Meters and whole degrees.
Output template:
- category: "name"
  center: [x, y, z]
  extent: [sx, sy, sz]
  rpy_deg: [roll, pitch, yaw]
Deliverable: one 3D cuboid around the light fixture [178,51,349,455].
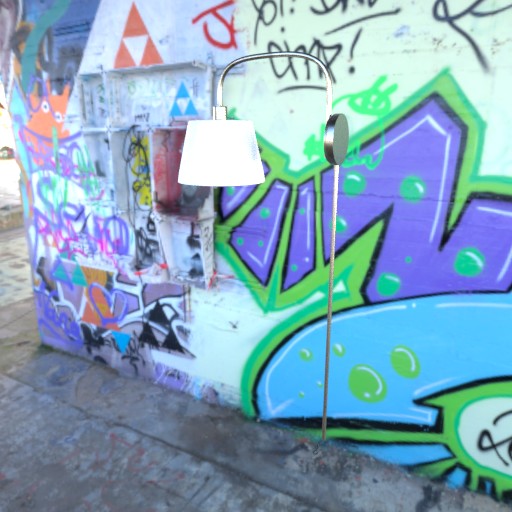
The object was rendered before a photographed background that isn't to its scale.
- category: "light fixture"
  center: [0.000, 0.000, 0.475]
  extent: [0.176, 0.399, 0.092]
  rpy_deg: [8, 18, 27]
